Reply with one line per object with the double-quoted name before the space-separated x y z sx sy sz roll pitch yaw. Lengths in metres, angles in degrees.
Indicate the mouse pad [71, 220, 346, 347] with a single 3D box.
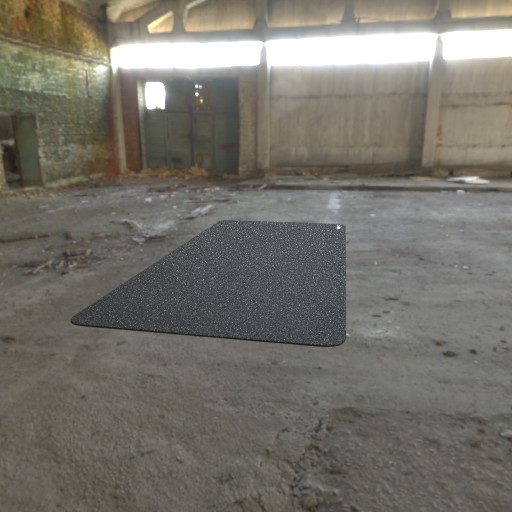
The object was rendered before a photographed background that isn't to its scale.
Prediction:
"mouse pad" 0.000 0.000 1.065 0.424 0.003 0.907 3 15 11
